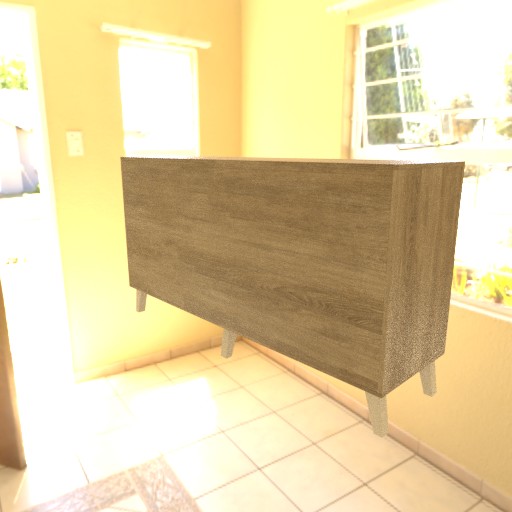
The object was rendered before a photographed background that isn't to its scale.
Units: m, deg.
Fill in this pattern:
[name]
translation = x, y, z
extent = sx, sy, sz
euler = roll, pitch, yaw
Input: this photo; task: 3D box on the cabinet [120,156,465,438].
[cabinet]
translation = 0.000, 0.000, 2.027
extent = 0.450, 0.870, 1.600
euler = -13, 19, -42
